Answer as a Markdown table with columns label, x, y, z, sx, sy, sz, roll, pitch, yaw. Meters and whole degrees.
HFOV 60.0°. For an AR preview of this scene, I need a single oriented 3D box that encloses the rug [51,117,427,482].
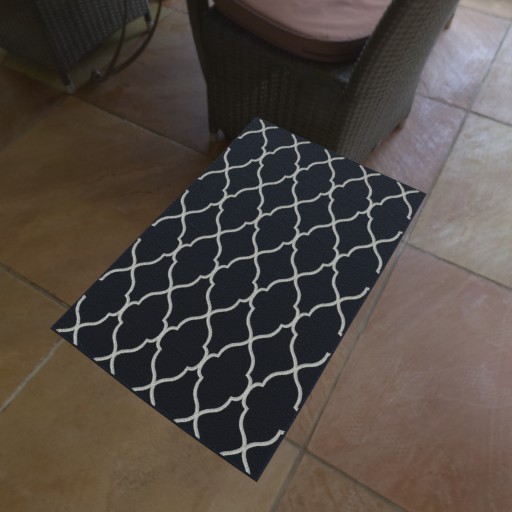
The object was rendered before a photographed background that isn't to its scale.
| label | x | y | z | sx | sy | sz | roll | pitch | yaw |
| --- | --- | --- | --- | --- | --- | --- | --- | --- | --- |
| rug | 0.000 | 0.000 | 2.986 | 1.526 | 0.014 | 2.290 | 29 | 63 | 17 |
